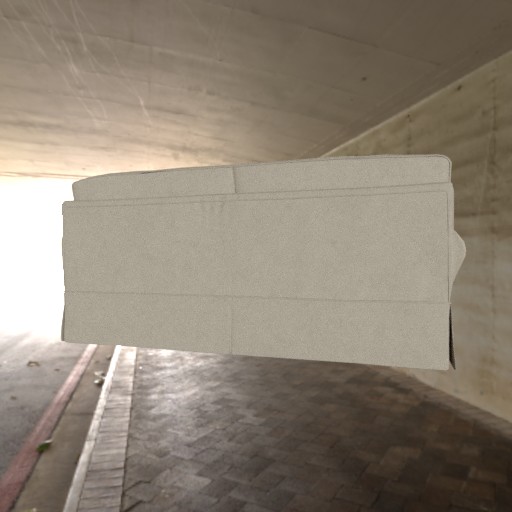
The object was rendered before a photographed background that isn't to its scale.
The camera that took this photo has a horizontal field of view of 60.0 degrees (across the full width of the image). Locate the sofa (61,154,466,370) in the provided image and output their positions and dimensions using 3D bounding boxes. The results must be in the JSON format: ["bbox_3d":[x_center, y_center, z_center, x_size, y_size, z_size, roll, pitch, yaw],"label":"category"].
[{"bbox_3d":[0.000,0.000,2.669,2.246,1.014,0.900,0,0,18],"label":"sofa"}]
